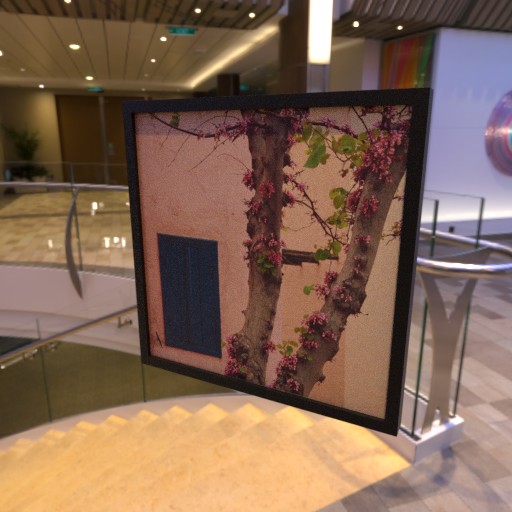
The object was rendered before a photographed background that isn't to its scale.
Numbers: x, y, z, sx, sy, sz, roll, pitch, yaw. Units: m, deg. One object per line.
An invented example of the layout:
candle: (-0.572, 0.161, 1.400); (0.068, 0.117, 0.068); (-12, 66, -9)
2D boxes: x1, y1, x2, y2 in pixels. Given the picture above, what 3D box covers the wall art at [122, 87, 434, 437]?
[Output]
wall art: (0.000, 0.000, 0.747); (0.508, 0.508, 0.038); (8, 17, 26)
